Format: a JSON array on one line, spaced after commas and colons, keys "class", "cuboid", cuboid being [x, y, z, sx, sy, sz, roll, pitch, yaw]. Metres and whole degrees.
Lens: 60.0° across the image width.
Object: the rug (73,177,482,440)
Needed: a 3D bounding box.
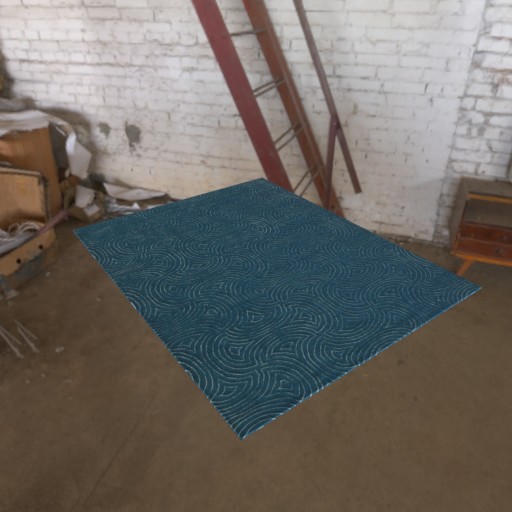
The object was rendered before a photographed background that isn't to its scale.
[{"class": "rug", "cuboid": [0.000, 0.000, 4.111, 2.432, 0.012, 3.033, -21, 37, -30]}]
